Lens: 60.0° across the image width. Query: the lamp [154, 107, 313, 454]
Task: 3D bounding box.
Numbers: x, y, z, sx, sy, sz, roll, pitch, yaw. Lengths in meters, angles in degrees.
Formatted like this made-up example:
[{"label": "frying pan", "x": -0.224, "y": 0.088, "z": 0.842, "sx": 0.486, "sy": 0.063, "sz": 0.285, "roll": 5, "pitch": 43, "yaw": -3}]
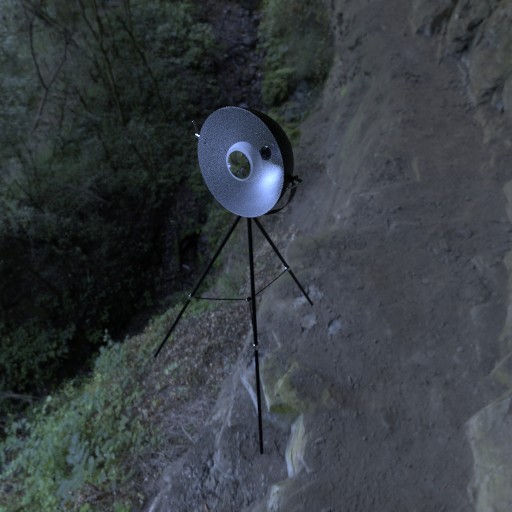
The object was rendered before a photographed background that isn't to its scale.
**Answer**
[{"label": "lamp", "x": 0.000, "y": 0.000, "z": 2.024, "sx": 0.817, "sy": 1.512, "sz": 0.920, "roll": 30, "pitch": 53, "yaw": 26}]
